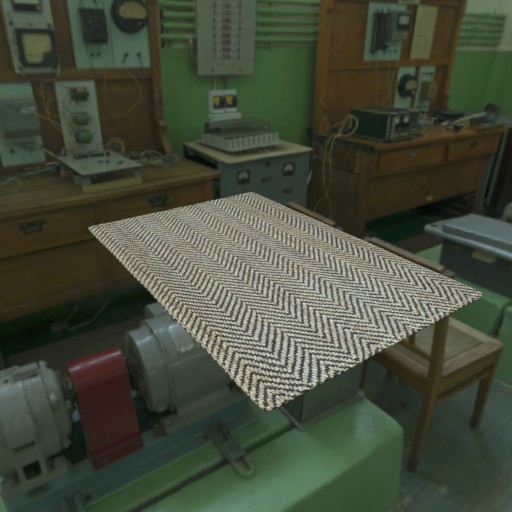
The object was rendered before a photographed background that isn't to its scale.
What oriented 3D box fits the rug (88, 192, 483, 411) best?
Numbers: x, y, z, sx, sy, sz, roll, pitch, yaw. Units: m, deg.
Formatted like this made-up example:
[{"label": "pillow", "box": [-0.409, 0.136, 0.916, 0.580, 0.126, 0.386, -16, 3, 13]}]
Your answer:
[{"label": "rug", "box": [0.000, 0.000, 2.327, 1.219, 0.008, 1.828, -17, 31, -31]}]
